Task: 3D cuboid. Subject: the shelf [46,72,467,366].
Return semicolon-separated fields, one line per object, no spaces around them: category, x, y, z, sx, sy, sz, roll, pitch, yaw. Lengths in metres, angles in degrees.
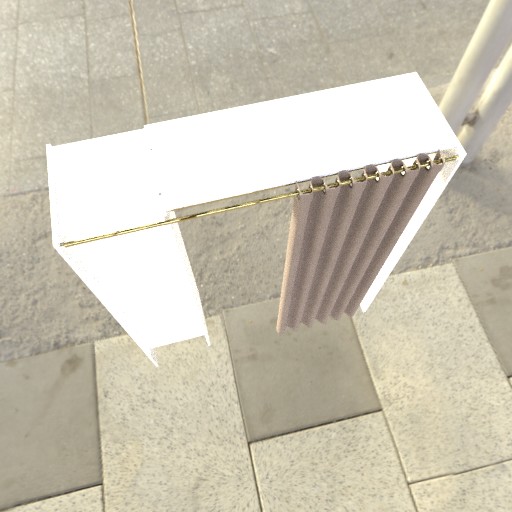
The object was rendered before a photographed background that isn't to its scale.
shelf;0.000;0.000;2.561;1.600;1.820;0.500;-13;64;-7
